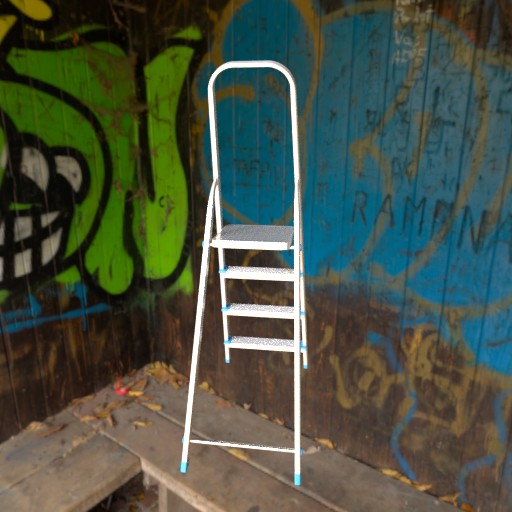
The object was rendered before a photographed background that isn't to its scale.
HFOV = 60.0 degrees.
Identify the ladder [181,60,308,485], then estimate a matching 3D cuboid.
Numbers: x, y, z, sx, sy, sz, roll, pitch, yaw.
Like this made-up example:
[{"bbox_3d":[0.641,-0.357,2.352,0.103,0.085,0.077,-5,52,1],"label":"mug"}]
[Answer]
[{"bbox_3d":[0.000,0.000,1.802,0.445,1.434,0.842,2,16,8],"label":"ladder"}]
